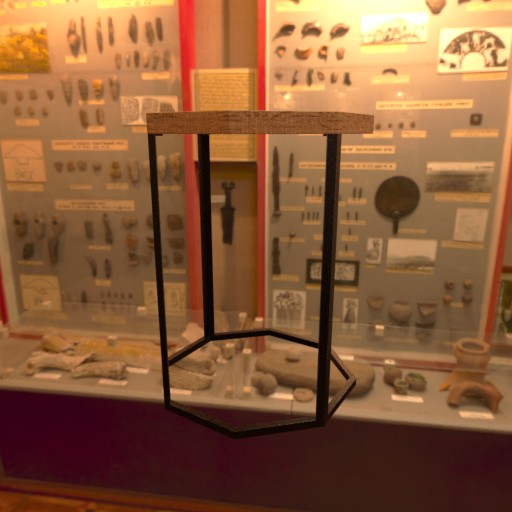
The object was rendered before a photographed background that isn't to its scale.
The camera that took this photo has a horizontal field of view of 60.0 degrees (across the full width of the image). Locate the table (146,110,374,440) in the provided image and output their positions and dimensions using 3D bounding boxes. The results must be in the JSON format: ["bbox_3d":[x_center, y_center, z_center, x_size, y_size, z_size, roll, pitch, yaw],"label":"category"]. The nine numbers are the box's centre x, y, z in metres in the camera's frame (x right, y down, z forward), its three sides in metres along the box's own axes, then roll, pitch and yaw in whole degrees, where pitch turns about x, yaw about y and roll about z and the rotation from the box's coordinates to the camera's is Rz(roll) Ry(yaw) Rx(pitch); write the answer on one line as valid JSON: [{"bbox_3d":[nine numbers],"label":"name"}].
[{"bbox_3d":[0.000,0.000,0.916,0.437,0.553,0.437,3,16,10],"label":"table"}]
